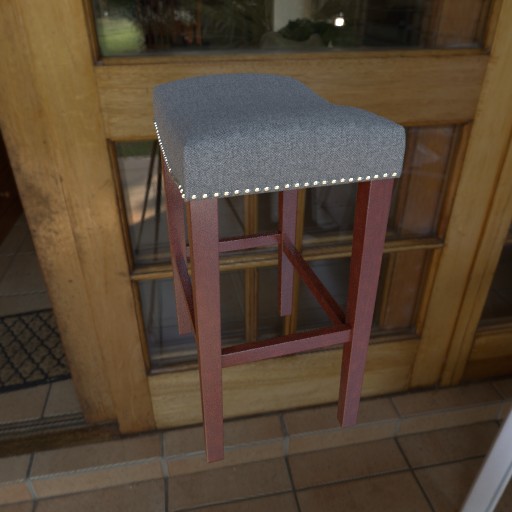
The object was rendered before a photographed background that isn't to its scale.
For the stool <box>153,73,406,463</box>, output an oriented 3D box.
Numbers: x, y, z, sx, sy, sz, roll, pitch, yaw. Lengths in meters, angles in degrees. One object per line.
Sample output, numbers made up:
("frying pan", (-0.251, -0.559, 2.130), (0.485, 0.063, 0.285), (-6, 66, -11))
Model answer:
("stool", (0.000, 0.000, 1.038), (0.372, 0.742, 0.504), (-8, 31, -14))
